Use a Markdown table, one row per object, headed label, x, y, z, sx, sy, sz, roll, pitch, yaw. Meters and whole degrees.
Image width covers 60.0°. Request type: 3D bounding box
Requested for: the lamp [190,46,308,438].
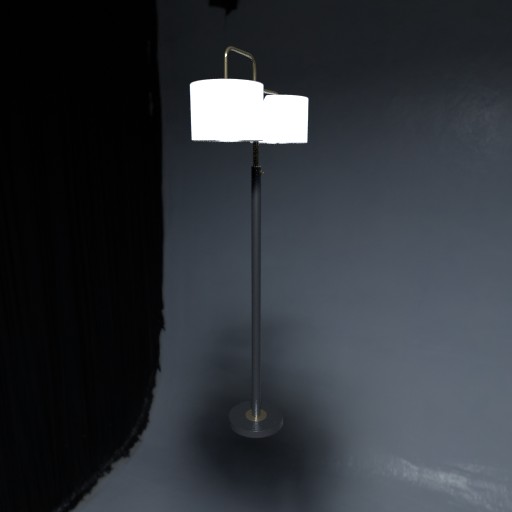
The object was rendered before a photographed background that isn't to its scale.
| label | x | y | z | sx | sy | sz | roll | pitch | yaw |
| --- | --- | --- | --- | --- | --- | --- | --- | --- | --- |
| lamp | 0.000 | 0.000 | 1.895 | 0.254 | 1.587 | 0.711 | 6 | 15 | 25 |
